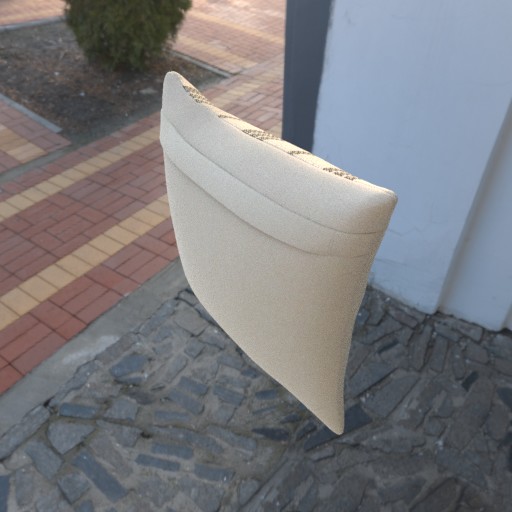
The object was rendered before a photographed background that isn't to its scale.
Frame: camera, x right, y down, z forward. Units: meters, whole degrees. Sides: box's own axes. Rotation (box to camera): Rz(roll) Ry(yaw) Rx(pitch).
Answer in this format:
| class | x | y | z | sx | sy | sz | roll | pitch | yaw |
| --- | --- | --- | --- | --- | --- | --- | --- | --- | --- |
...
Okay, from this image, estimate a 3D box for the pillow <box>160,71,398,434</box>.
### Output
| class | x | y | z | sx | sy | sz | roll | pitch | yaw |
| --- | --- | --- | --- | --- | --- | --- | --- | --- | --- |
| pillow | 0.000 | 0.000 | 0.628 | 0.173 | 0.406 | 0.405 | -26 | 47 | -27 |
